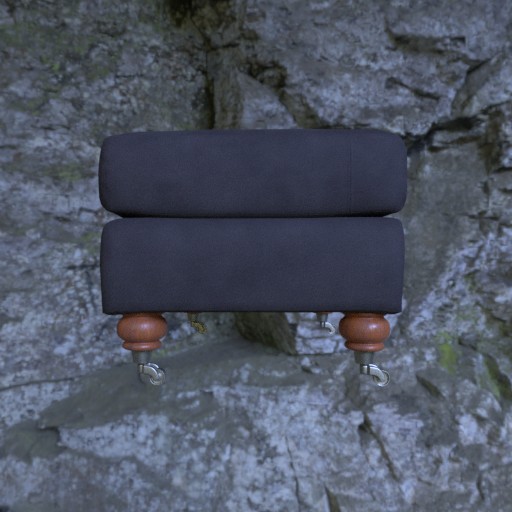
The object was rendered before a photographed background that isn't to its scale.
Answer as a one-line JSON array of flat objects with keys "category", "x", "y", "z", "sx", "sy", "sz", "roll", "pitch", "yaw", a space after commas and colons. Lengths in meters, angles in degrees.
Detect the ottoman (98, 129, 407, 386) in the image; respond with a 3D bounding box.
[{"category": "ottoman", "x": 0.000, "y": 0.000, "z": 1.151, "sx": 0.574, "sy": 0.497, "sz": 0.773, "roll": 0, "pitch": -1, "yaw": 1}]
